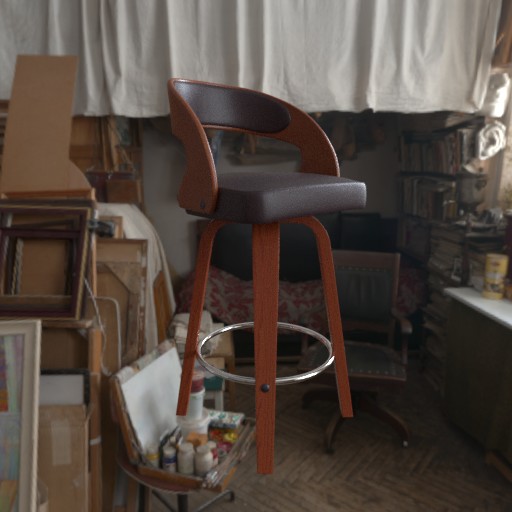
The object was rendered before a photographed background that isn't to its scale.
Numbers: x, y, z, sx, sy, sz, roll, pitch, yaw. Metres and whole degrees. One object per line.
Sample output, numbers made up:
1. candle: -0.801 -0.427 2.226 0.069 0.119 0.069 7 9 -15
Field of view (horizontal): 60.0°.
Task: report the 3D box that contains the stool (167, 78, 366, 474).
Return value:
1. stool: 0.000 0.000 1.202 0.457 0.940 0.457 -12 18 -43
